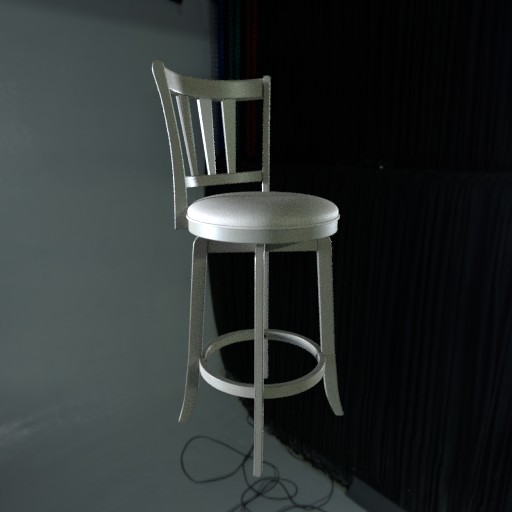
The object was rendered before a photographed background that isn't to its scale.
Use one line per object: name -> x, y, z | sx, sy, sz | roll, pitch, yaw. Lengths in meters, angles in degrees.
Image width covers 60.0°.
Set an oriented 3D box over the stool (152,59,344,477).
stool -> 0.000, 0.000, 1.286 | 0.475, 1.042, 0.436 | 14, 20, 43
